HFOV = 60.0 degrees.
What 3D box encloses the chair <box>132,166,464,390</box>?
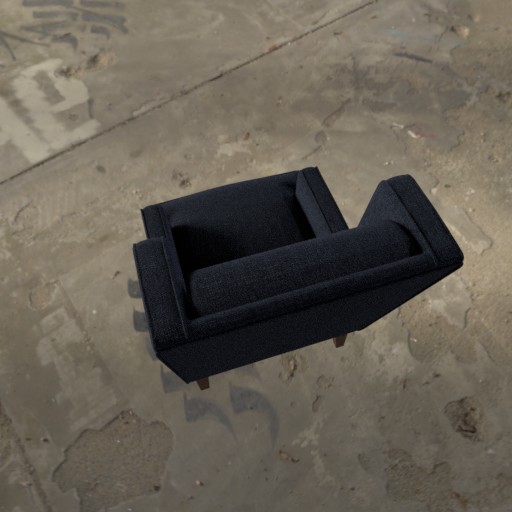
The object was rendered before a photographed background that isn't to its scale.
[{"bbox_3d":[0.000,0.000,1.671,0.764,1.072,0.947,-15,59,-9],"label":"chair"}]
